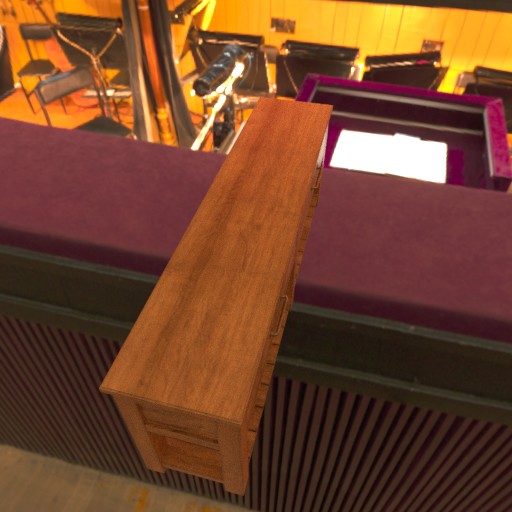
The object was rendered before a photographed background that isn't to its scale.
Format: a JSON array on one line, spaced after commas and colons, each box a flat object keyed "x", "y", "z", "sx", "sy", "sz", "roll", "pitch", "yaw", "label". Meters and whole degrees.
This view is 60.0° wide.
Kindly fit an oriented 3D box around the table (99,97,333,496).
[{"x": 0.000, "y": 0.000, "z": 2.025, "sx": 0.425, "sy": 0.635, "sz": 1.815, "roll": 10, "pitch": 46, "yaw": 10, "label": "table"}]
